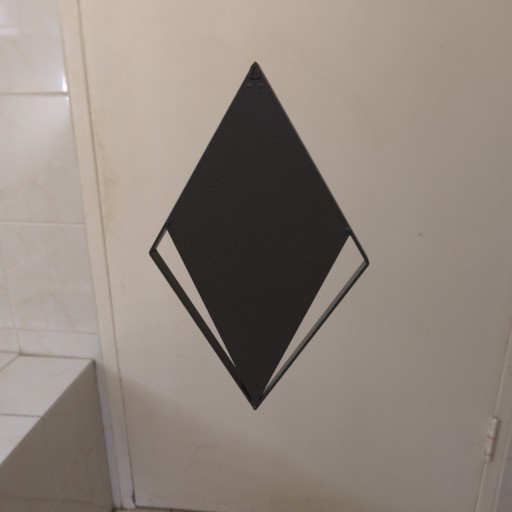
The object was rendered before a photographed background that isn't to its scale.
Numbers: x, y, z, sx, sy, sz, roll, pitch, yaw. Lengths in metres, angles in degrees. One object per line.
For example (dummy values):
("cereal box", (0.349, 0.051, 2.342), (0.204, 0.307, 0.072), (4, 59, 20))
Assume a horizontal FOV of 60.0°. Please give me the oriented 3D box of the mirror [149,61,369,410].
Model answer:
("mirror", (0.000, 0.000, 0.843), (0.419, 0.679, 0.032), (3, 18, 8))
